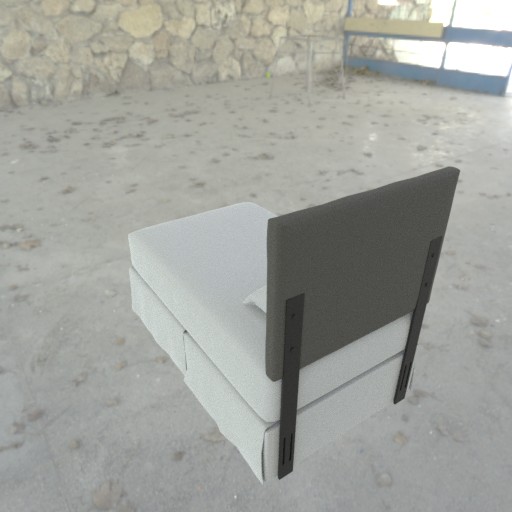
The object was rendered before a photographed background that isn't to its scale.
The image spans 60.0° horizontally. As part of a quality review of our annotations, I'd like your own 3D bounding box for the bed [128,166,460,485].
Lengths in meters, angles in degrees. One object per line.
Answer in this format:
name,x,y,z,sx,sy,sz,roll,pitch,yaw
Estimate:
bed,0.000,0.000,3.007,1.261,1.571,1.997,-19,35,-29
